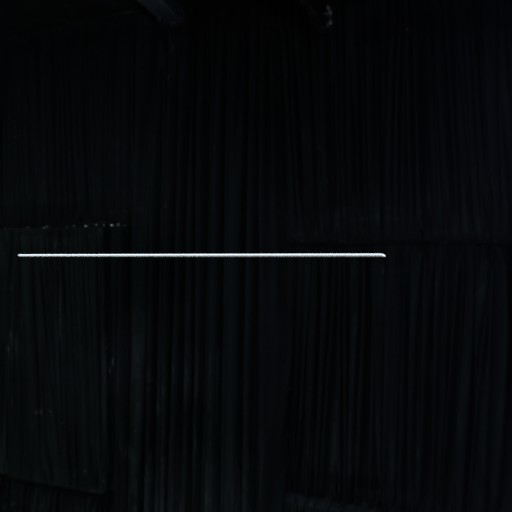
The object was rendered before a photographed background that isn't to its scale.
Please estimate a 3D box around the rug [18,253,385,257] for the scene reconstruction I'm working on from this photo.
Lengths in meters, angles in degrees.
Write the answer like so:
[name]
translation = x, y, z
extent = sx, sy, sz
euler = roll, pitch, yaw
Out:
[rug]
translation = 0.000, 0.000, 2.733
extent = 1.533, 0.010, 2.142
euler = 0, 0, 16
